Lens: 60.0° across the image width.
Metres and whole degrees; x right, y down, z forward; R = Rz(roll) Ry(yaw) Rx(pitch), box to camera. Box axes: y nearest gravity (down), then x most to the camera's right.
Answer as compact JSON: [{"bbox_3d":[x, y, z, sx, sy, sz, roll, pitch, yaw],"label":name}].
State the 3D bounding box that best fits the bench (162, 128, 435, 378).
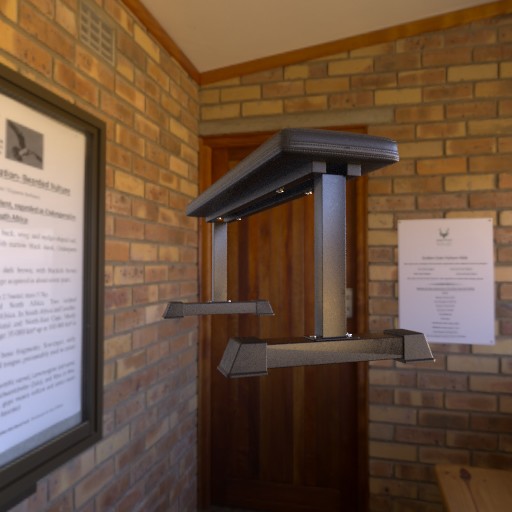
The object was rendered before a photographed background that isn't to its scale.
[{"bbox_3d":[0.000,0.000,1.324,0.439,0.453,1.072,0,-2,-18],"label":"bench"}]
